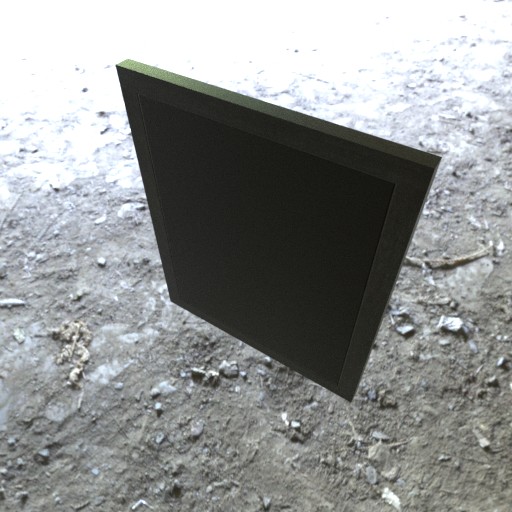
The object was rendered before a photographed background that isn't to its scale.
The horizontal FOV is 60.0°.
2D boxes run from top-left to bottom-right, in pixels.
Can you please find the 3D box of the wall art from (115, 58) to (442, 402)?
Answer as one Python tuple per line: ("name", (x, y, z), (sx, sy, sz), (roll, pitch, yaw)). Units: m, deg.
("wall art", (0.000, 0.000, 0.790), (0.479, 0.580, 0.027), (25, 52, 22))
